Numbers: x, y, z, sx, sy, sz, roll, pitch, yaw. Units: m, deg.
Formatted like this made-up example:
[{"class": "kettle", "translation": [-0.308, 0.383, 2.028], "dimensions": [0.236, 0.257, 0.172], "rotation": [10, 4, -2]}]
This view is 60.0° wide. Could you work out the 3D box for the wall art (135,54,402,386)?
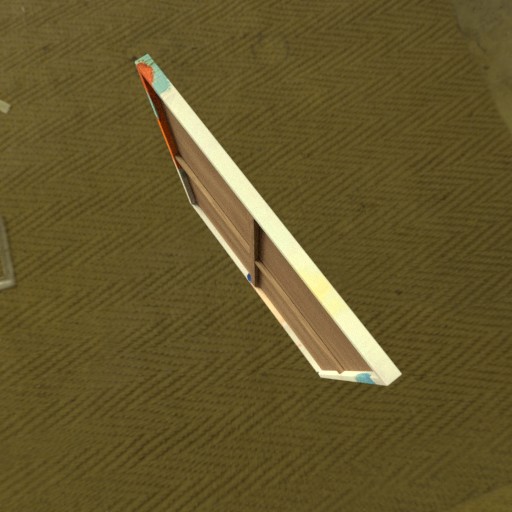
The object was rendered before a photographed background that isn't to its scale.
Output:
[{"class": "wall art", "translation": [0.000, 0.000, 1.556], "dimensions": [0.044, 1.017, 1.017], "rotation": [-36, 78, -8]}]
